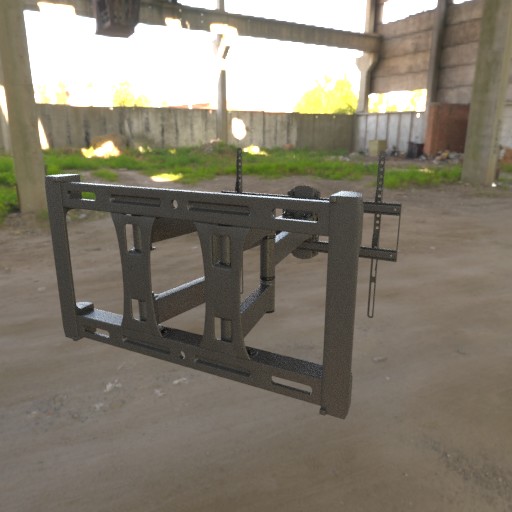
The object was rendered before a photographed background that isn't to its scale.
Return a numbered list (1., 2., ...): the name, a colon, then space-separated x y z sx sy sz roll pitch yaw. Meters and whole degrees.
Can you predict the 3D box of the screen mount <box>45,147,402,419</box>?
1. screen mount: 0.000 0.000 0.945 0.571 0.424 0.556 8 18 26
